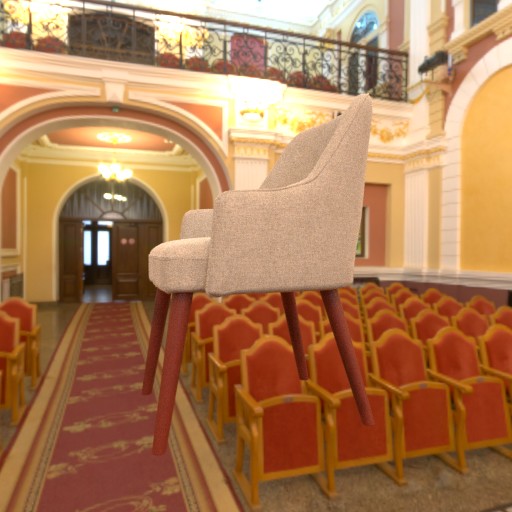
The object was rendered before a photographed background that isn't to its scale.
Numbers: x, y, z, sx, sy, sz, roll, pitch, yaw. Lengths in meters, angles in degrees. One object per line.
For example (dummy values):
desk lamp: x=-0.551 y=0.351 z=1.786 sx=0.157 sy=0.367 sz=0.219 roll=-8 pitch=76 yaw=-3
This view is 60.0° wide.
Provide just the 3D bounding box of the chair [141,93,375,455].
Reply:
chair: x=0.000 y=0.000 z=1.245 sx=0.605 sy=0.849 sz=0.548 roll=0 pitch=1 yaw=-17
